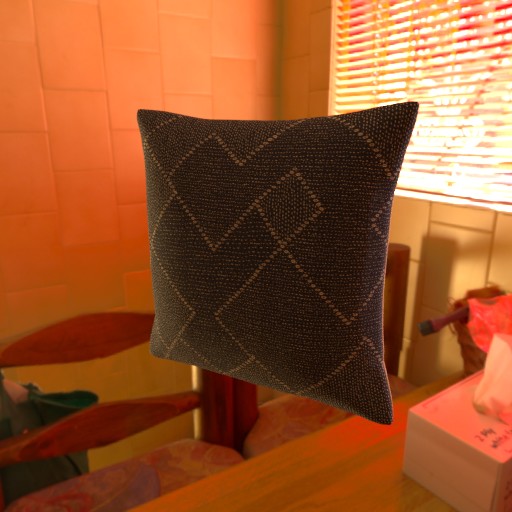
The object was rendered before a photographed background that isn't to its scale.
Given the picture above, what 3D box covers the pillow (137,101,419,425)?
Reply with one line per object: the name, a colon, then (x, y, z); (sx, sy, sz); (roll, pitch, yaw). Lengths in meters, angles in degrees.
pillow: (0.000, 0.000, 0.663); (0.435, 0.428, 0.148); (8, 17, 27)
